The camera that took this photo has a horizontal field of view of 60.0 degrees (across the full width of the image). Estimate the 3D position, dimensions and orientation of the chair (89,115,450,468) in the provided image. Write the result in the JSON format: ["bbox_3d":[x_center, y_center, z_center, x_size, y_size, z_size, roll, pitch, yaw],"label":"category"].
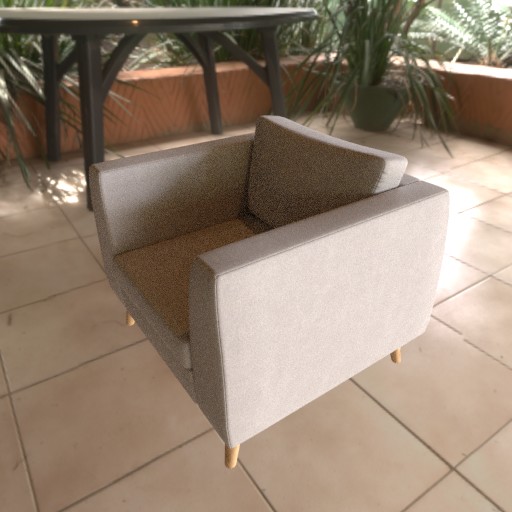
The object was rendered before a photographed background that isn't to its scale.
[{"bbox_3d":[0.000,0.000,1.701,0.930,0.860,1.000,-20,36,-30],"label":"chair"}]
